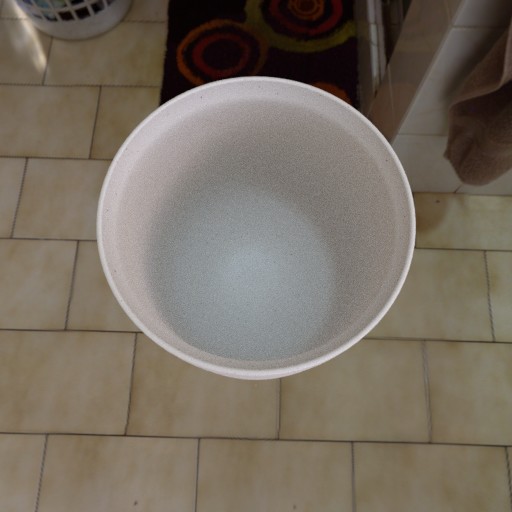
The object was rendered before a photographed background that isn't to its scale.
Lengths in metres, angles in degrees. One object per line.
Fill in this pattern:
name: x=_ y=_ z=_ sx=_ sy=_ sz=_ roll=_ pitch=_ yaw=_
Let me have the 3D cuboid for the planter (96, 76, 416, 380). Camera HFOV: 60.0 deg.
planter: x=0.000 y=0.000 z=0.498 sx=0.268 sy=0.270 sz=0.268 roll=0 pitch=74 yaw=0
